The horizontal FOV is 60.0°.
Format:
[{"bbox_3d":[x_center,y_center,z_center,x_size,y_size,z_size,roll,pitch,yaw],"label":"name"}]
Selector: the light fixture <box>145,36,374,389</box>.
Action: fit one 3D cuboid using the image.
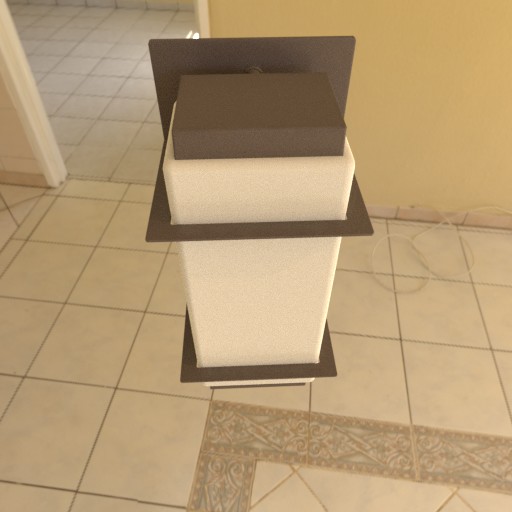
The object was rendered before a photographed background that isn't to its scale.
[{"bbox_3d":[0.000,0.000,0.412,0.153,0.347,0.146,-2,46,-2],"label":"light fixture"}]
